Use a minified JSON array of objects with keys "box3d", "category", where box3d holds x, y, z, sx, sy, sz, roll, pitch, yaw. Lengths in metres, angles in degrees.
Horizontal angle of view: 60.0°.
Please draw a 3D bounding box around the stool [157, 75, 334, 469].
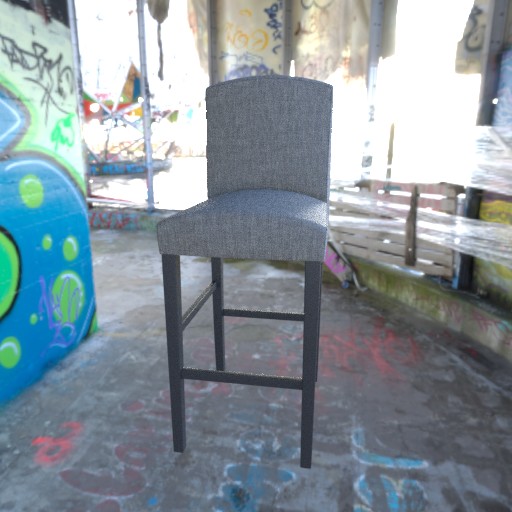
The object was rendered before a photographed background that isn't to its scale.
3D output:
[{"box3d":[0.000,0.000,1.417,0.451,1.138,0.552,3,16,10],"category":"stool"}]
